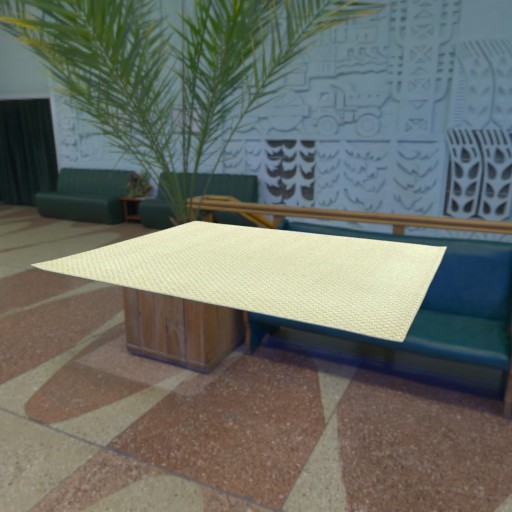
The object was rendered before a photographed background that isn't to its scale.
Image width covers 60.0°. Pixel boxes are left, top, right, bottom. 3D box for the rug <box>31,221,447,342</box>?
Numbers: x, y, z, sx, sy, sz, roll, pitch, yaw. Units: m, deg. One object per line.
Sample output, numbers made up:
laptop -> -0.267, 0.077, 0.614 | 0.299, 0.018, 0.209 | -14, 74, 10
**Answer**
rug -> 0.000, 0.000, 3.873 | 2.897, 0.035, 2.277 | 8, 17, 27
